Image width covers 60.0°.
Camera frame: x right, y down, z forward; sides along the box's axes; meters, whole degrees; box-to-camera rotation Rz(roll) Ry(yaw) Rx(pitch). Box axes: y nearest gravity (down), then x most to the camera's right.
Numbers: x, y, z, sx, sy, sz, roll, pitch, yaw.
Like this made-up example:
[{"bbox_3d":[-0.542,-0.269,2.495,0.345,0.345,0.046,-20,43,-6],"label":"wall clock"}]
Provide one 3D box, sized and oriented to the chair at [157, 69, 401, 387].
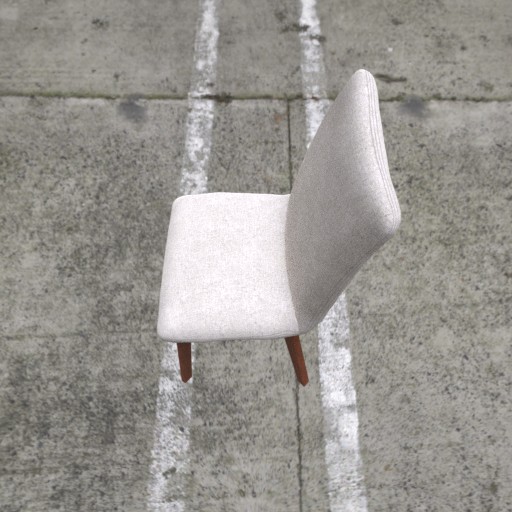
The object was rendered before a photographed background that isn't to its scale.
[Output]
[{"bbox_3d":[0.000,0.000,1.334,0.563,0.974,0.522,0,58,0],"label":"chair"}]
